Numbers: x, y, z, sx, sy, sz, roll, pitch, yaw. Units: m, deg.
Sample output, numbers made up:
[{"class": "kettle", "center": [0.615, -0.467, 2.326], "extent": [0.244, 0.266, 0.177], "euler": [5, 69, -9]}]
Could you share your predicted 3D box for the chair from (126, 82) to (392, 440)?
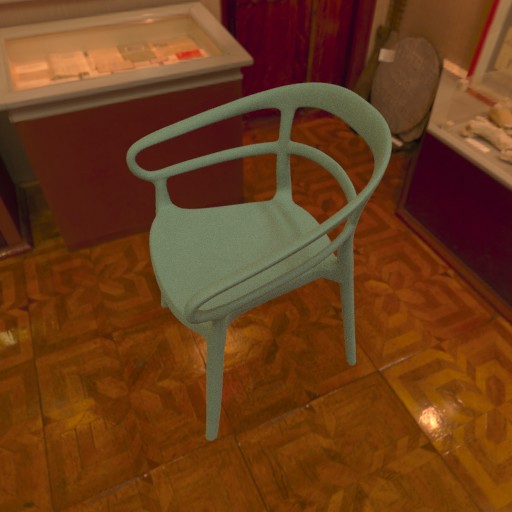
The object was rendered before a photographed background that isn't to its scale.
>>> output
[{"class": "chair", "center": [0.000, 0.000, 1.169], "extent": [0.527, 0.761, 0.559], "euler": [-16, 47, -16]}]
